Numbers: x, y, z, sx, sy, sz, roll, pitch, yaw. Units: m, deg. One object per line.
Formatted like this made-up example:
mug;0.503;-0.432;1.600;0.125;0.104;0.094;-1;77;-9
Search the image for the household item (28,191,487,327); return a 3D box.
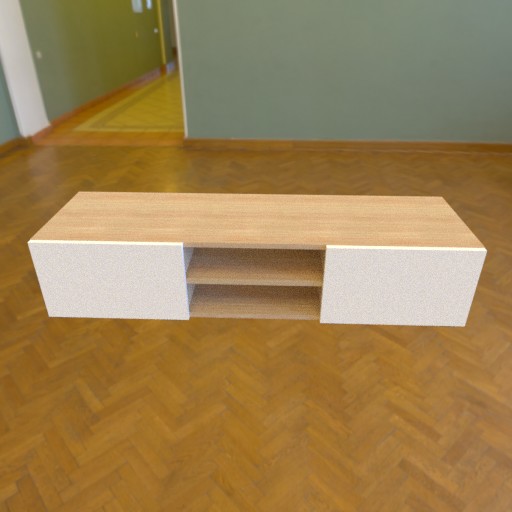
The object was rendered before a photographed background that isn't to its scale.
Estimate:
household item;0.000;0.000;1.605;1.400;0.310;0.420;1;30;2
